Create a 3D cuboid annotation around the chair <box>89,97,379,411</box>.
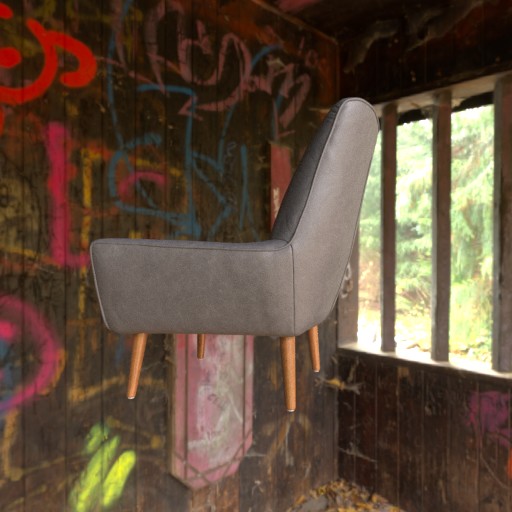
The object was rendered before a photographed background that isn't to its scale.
[{"bbox_3d":[0.000,0.000,1.538,0.822,0.888,0.787,0,1,17],"label":"chair"}]
